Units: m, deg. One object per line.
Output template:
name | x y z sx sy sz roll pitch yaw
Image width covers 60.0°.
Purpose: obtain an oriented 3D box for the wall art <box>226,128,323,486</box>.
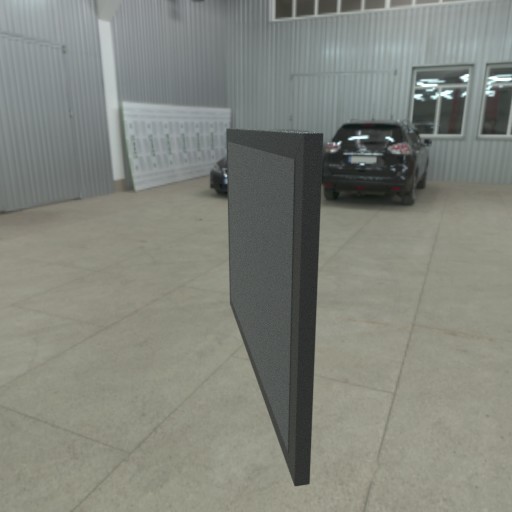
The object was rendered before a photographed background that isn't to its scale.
wall art | 0.000 0.000 0.559 0.016 0.306 0.432 -3 17 -10
